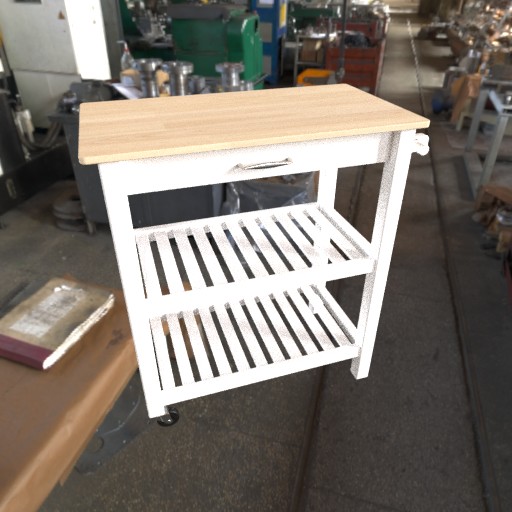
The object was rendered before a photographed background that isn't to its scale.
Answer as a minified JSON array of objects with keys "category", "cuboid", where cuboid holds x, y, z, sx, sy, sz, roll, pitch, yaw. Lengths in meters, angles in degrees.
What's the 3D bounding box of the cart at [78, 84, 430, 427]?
[{"category":"cart","cuboid":[0.000,0.000,1.439,0.899,0.927,0.457,-10,34,-15]}]
